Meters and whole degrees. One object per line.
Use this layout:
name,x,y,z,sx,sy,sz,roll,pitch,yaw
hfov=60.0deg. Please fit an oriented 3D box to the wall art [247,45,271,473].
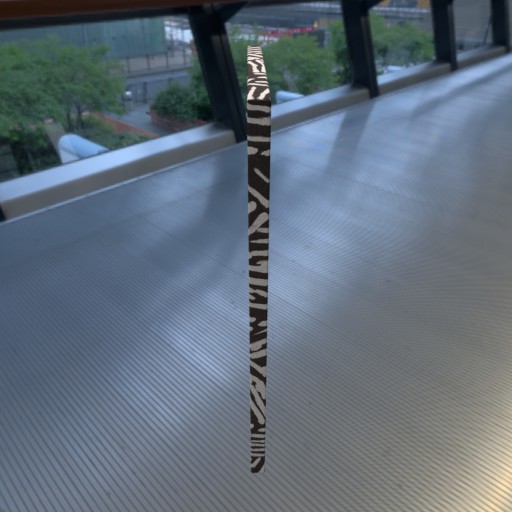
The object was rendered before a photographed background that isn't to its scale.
wall art,0.000,0.000,1.143,0.035,0.918,0.615,0,32,-1
